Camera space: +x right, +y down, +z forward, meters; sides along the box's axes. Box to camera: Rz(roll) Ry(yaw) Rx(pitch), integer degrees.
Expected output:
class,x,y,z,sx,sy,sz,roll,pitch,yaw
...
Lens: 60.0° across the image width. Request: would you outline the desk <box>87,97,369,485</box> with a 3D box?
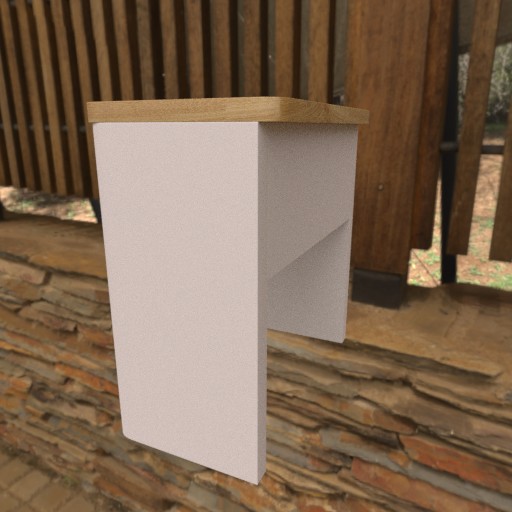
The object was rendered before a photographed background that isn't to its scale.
class,x,y,z,sx,sy,sz,roll,pitch,yaw
desk,0.000,0.000,1.243,0.440,0.790,0.760,7,18,24
